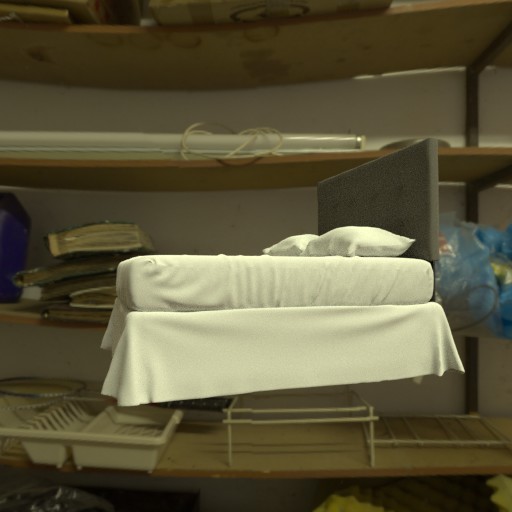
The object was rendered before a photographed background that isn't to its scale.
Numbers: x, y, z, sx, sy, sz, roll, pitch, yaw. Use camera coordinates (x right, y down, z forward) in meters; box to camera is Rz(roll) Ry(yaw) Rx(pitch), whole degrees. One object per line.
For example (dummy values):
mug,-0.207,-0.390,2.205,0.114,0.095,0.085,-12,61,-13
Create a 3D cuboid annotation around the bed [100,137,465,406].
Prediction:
bed,0.000,0.000,3.381,2.222,1.577,1.936,1,-2,-19
